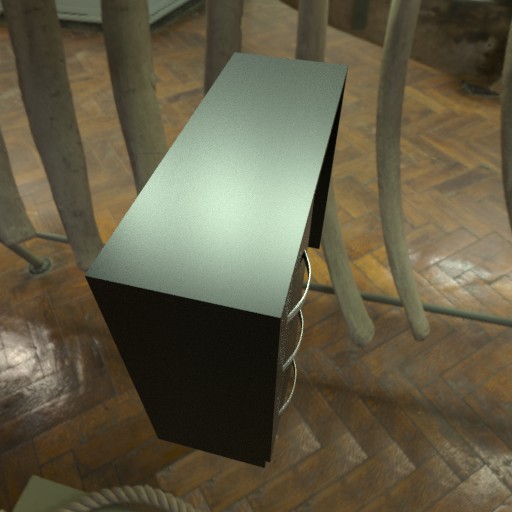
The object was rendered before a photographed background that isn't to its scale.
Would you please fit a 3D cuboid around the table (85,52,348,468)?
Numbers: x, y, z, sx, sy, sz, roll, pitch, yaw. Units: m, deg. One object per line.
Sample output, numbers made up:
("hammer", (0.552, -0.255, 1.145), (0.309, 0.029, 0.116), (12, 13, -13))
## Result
("table", (0.000, 0.000, 1.341), (0.380, 0.790, 0.930), (11, 49, 10))
